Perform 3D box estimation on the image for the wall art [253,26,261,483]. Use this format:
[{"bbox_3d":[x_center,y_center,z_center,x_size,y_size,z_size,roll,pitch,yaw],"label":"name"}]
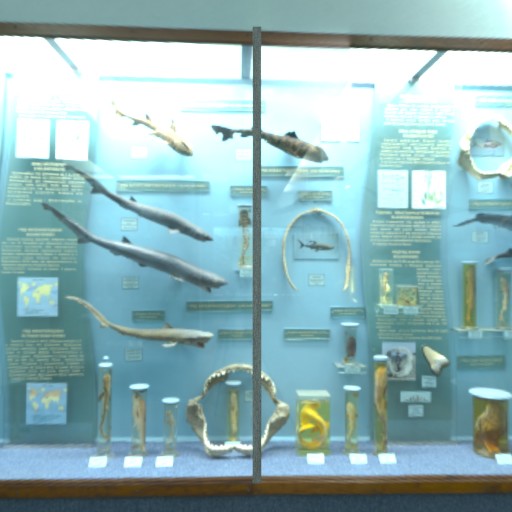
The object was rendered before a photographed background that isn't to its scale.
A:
[{"bbox_3d":[0.000,0.000,1.423,0.020,1.070,0.768,0,-1,0],"label":"wall art"}]
